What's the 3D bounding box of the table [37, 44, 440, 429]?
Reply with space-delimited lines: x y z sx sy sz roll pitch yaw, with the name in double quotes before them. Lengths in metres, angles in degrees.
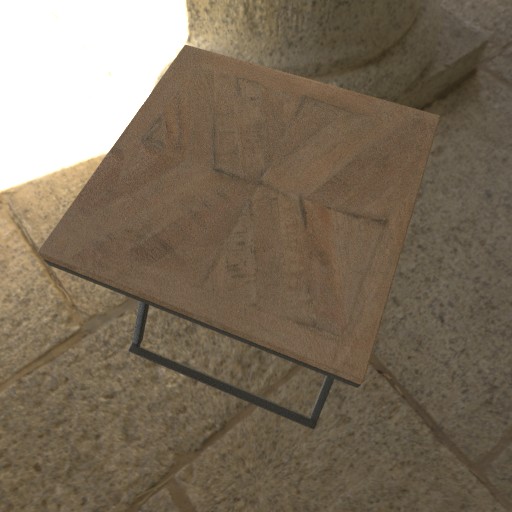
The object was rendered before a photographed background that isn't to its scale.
"table" 0.000 0.000 0.957 0.499 0.550 0.498 20 65 10
